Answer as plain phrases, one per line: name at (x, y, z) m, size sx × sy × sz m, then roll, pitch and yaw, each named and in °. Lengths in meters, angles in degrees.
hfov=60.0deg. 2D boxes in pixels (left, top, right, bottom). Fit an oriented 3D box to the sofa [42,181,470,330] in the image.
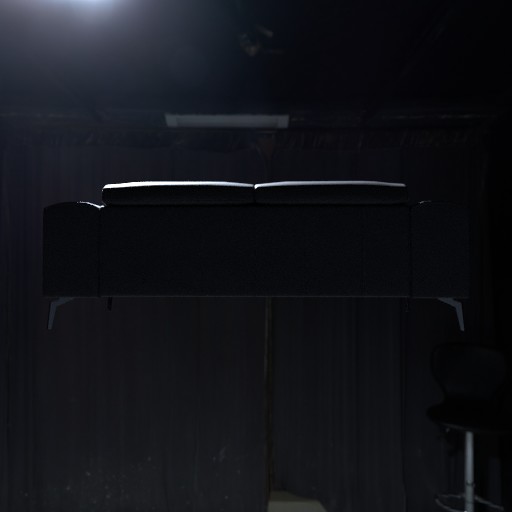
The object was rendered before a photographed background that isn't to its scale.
sofa at (0.000, 0.000, 2.886) m, size 2.330 × 0.814 × 1.048 m, roll 0°, pitch -1°, yaw 1°
